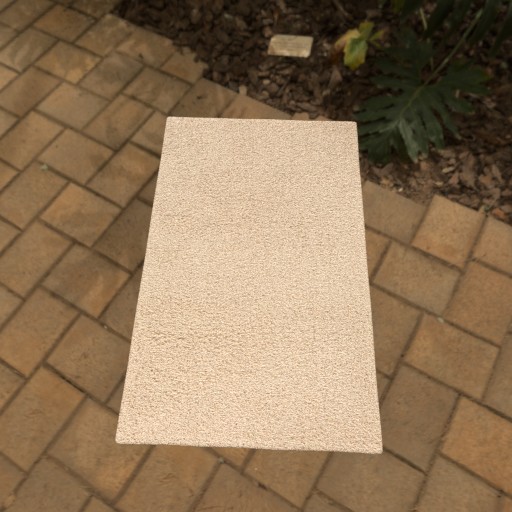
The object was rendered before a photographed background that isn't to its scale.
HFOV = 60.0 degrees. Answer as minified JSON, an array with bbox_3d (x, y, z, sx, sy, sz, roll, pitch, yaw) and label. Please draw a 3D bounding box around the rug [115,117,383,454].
[{"bbox_3d":[0.000,0.000,3.047,1.524,0.030,2.438,2,64,1],"label":"rug"}]
